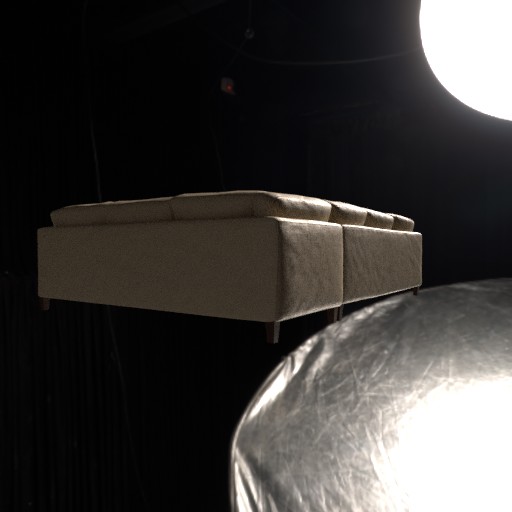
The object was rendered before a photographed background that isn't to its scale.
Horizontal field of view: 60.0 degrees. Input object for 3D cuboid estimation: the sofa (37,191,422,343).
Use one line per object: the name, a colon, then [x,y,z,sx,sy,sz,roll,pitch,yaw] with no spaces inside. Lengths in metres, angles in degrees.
sofa: [0.000,0.000,4.605,2.593,0.947,3.302,1,1,35]
